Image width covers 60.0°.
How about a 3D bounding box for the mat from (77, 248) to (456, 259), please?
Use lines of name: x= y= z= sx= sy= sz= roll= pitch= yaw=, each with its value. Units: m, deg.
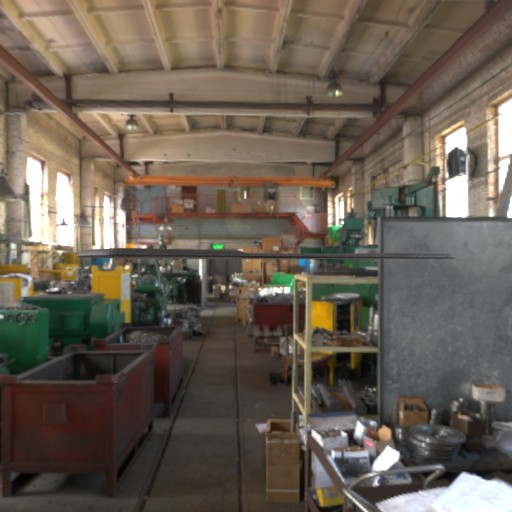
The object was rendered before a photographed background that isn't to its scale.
mat: x=0.000 y=0.000 z=1.837 sx=1.525 sy=0.022 sz=0.917 roll=1 pitch=-1 yaw=-36
